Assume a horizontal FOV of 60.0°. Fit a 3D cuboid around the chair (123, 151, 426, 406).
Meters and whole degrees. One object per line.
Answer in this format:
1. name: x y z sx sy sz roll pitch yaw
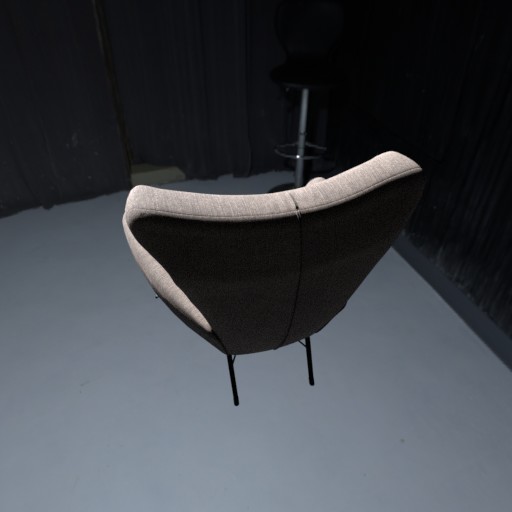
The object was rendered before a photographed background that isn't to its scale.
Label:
1. chair: 0.000 0.000 1.787 0.980 1.040 0.900 -12 41 -14
